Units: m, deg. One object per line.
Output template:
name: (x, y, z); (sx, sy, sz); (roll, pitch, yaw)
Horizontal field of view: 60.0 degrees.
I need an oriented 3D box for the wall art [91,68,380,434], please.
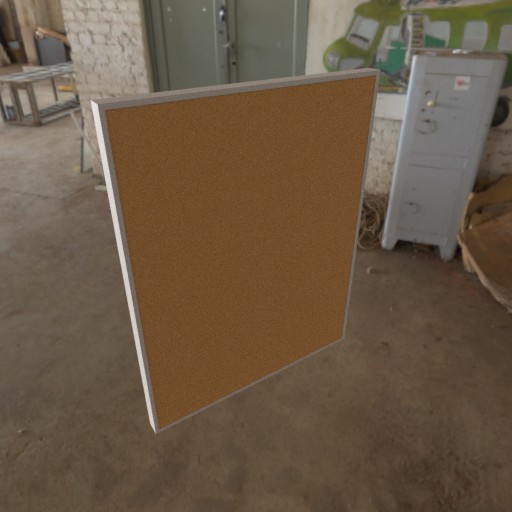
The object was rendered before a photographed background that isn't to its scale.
wall art: (0.000, 0.000, 1.030); (0.611, 0.763, 0.055); (-19, 36, -28)
